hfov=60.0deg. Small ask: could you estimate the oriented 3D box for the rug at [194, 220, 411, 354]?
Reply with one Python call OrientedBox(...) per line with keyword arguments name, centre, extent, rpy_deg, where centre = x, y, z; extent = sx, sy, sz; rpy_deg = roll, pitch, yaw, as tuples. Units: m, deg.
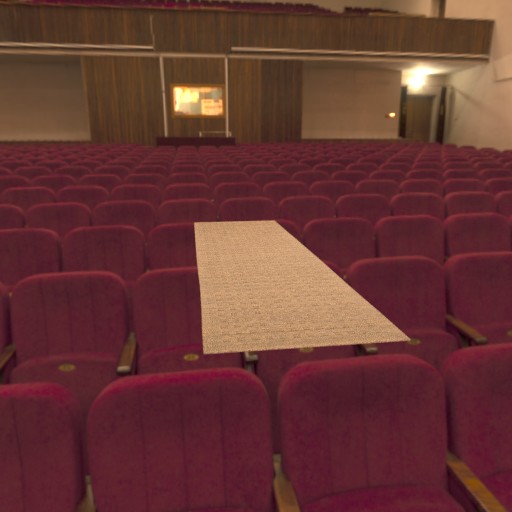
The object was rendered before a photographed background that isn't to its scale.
OrientedBox(name="rug", centre=(0.000, 0.000, 2.590), extent=(0.688, 0.005, 2.437), rpy_deg=(-2, 14, -8))
